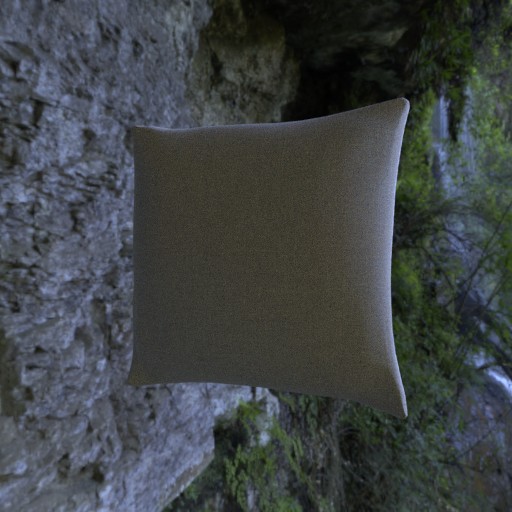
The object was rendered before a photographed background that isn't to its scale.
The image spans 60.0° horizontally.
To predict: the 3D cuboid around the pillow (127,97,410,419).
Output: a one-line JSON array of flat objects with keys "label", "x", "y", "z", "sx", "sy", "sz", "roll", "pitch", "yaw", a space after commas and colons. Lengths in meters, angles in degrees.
[{"label": "pillow", "x": 0.000, "y": 0.000, "z": 0.760, "sx": 0.496, "sy": 0.491, "sz": 0.219, "roll": 0, "pitch": 1, "yaw": 18}]
